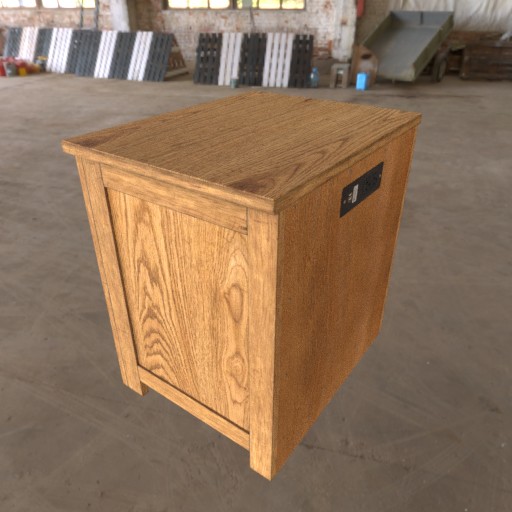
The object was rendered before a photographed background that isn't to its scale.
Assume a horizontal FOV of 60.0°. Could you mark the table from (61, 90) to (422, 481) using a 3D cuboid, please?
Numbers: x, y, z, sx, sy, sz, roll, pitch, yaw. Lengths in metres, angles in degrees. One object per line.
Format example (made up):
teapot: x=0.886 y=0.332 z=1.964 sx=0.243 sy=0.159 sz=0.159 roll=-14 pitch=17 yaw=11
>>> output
table: x=0.000 y=0.000 z=1.066 sx=0.494 sy=0.625 sz=0.601 roll=20 pitch=36 yaw=30
